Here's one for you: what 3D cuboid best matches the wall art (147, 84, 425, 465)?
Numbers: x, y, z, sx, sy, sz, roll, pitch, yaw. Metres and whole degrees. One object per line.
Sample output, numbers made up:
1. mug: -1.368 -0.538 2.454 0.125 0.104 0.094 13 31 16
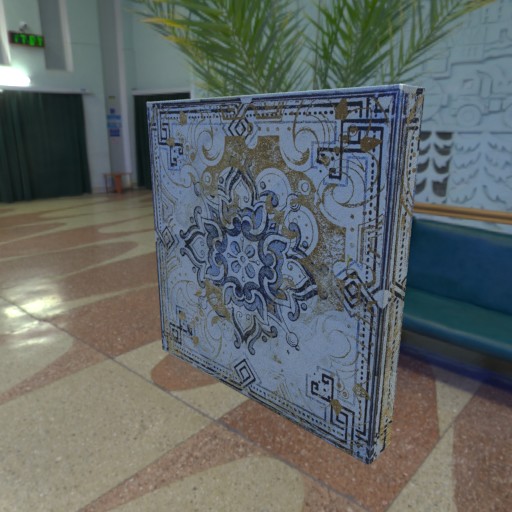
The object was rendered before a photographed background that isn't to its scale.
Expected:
1. wall art: 0.000 0.000 0.449 0.302 0.306 0.038 15 22 42
